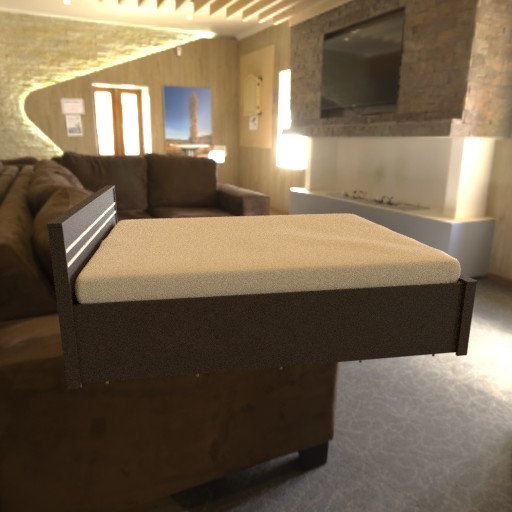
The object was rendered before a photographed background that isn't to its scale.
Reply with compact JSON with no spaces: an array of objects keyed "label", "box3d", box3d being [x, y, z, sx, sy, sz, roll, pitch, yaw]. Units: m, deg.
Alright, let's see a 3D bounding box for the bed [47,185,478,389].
[{"label":"bed","box3d":[0.000,0.000,2.962,2.103,0.808,1.634,-2,15,-9]}]
